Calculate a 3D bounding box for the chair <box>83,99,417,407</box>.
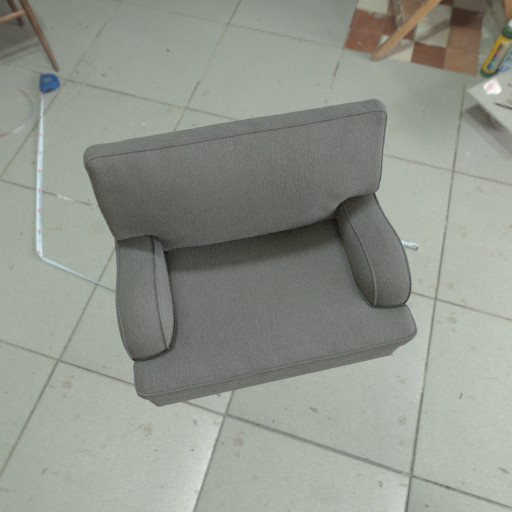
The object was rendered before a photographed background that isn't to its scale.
[{"bbox_3d":[0.000,0.000,2.006,1.220,1.016,1.041,-11,64,-5],"label":"chair"}]
